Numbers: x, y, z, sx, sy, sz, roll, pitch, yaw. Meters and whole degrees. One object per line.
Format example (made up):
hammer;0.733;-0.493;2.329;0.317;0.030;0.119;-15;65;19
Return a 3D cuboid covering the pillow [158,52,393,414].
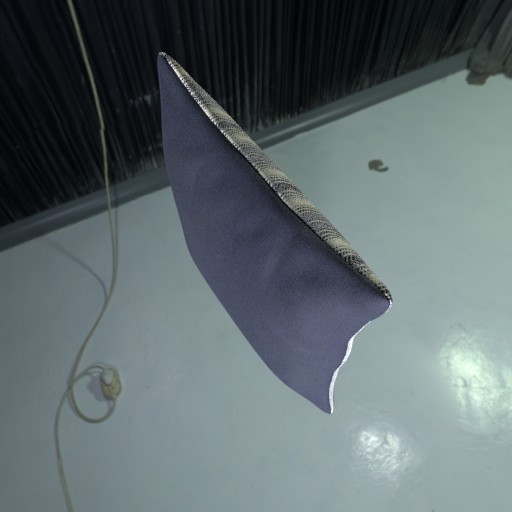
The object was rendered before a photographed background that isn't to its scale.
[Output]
pillow;0.000;0.000;0.783;0.166;0.508;0.520;-30;62;-17
